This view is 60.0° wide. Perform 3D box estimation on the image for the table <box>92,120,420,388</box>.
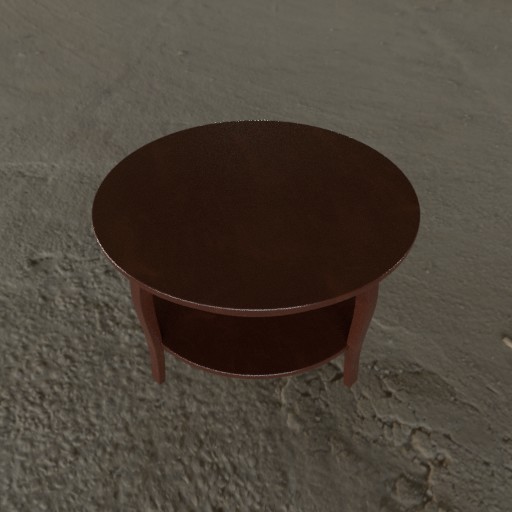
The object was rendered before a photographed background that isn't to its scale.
[{"bbox_3d":[0.000,0.000,1.441,0.911,0.512,0.911,0,42,0],"label":"table"}]
